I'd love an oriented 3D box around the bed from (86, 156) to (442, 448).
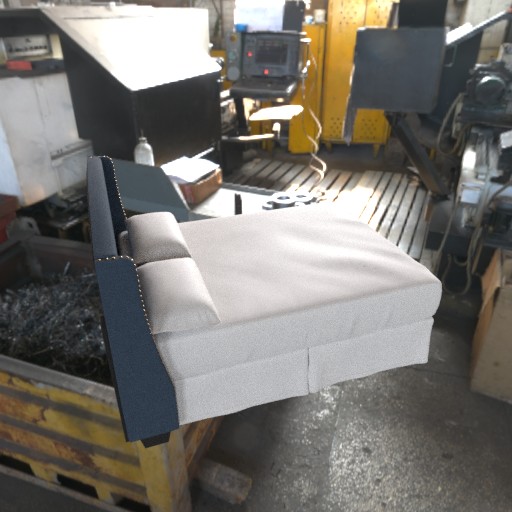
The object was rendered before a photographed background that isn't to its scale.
[{"bbox_3d":[0.000,0.000,3.337,2.237,1.407,1.710,-10,31,-17],"label":"bed"}]
